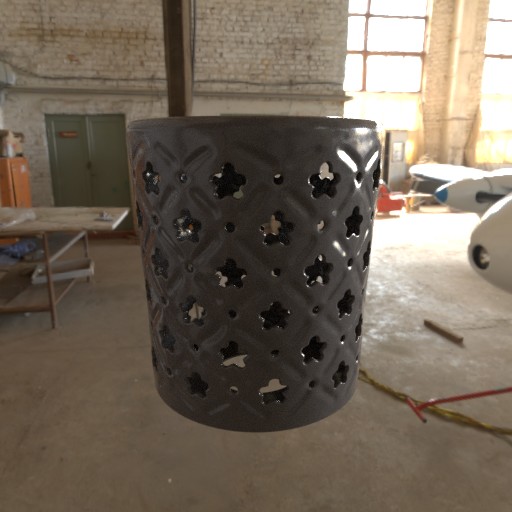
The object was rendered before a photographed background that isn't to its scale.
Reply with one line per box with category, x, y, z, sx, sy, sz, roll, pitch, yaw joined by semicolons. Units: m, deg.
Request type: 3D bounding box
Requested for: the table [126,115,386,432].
table;0.000;0.000;0.664;0.352;0.387;0.352;0;14;0
